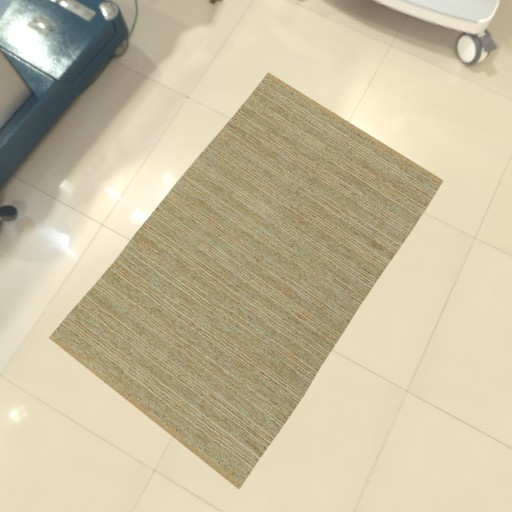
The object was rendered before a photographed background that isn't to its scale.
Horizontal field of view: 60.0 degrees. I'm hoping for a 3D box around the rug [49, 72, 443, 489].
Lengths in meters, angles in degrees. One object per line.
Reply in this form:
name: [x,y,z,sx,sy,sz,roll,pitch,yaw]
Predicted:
rug: [0.000,0.000,2.998,1.540,0.012,2.448,35,78,9]
